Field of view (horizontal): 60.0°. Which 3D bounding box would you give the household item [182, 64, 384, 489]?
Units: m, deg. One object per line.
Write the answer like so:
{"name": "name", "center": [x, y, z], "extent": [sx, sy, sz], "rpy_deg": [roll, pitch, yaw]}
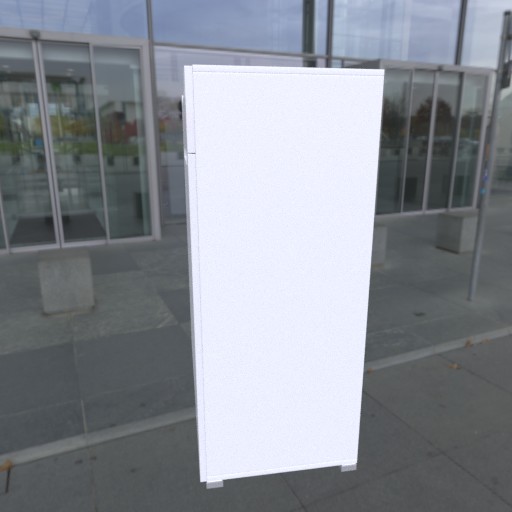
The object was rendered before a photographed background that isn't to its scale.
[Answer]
{"name": "household item", "center": [0.000, 0.000, 1.413], "extent": [0.420, 1.010, 0.790], "rpy_deg": [-3, 15, -9]}
